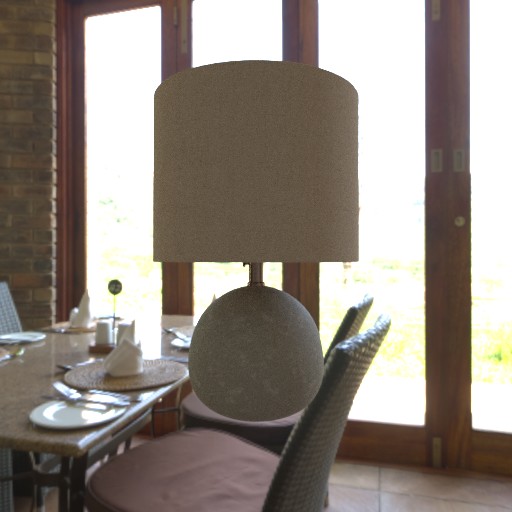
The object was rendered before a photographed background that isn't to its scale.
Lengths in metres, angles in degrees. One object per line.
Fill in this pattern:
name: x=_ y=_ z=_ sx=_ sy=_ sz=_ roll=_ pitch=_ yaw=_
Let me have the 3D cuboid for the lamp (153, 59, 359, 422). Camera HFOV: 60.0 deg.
lamp: x=0.000 y=0.000 z=0.594 sx=0.269 sy=0.409 sz=0.269 roll=0 pitch=0 yaw=18
